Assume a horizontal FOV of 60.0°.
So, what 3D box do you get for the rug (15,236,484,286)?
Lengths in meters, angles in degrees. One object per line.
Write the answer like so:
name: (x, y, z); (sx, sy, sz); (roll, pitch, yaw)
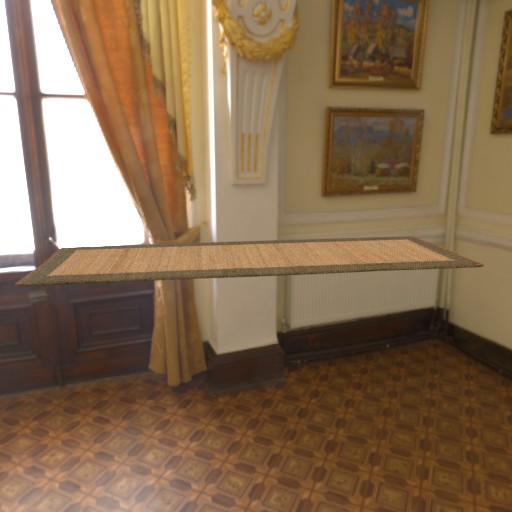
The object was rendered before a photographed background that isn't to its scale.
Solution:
rug: (0.000, 0.000, 2.636); (2.413, 0.016, 0.810); (-2, 14, -8)
